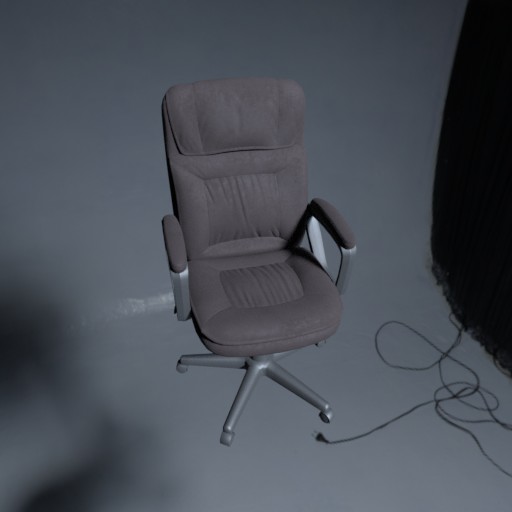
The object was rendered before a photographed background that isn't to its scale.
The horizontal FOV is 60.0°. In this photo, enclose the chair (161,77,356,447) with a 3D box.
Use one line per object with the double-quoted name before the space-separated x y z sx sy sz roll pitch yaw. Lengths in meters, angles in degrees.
"chair" 0.000 0.000 1.597 0.667 1.105 0.724 -8 33 -12
